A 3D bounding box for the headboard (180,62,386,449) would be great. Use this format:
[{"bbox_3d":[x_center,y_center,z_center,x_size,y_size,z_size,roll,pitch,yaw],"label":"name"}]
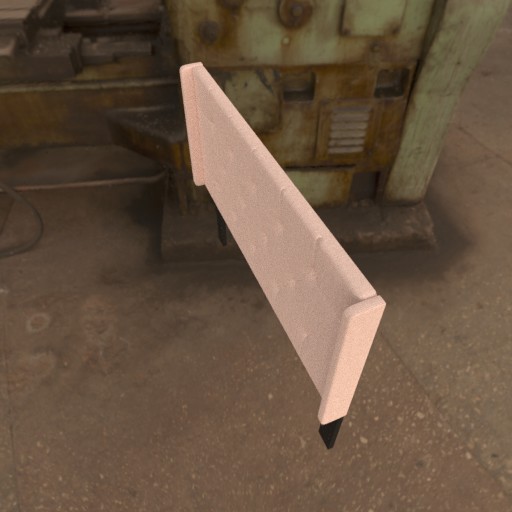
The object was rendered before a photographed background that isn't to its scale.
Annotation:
[{"bbox_3d":[0.000,0.000,2.700,0.184,1.524,2.051,-17,50,-15],"label":"headboard"}]
